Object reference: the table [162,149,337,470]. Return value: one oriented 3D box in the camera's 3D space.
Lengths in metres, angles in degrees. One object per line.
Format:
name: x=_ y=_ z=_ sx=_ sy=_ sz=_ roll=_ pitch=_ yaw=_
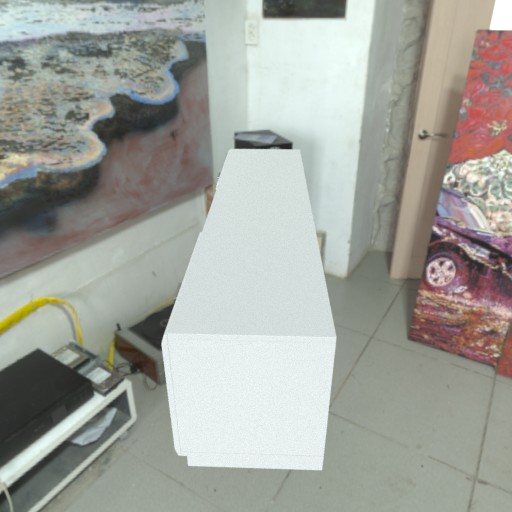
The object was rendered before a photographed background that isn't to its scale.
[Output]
table: x=0.000 y=0.000 z=1.735 sx=0.400 sy=0.440 sz=1.550 roll=1 pitch=28 yaw=2
